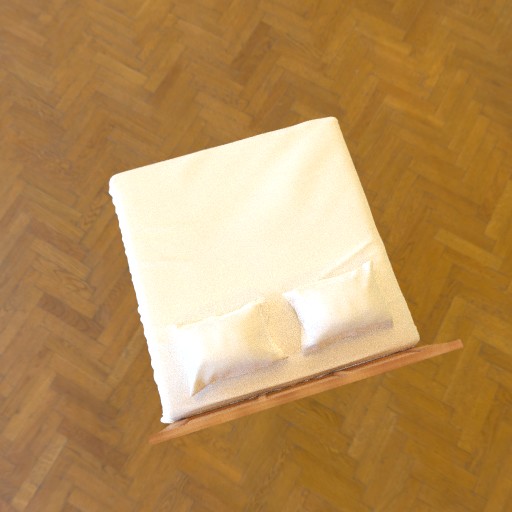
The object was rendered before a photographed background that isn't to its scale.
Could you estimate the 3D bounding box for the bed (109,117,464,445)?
[{"bbox_3d":[0.000,0.000,3.545,2.317,1.270,2.215,-16,77,-4],"label":"bed"}]
